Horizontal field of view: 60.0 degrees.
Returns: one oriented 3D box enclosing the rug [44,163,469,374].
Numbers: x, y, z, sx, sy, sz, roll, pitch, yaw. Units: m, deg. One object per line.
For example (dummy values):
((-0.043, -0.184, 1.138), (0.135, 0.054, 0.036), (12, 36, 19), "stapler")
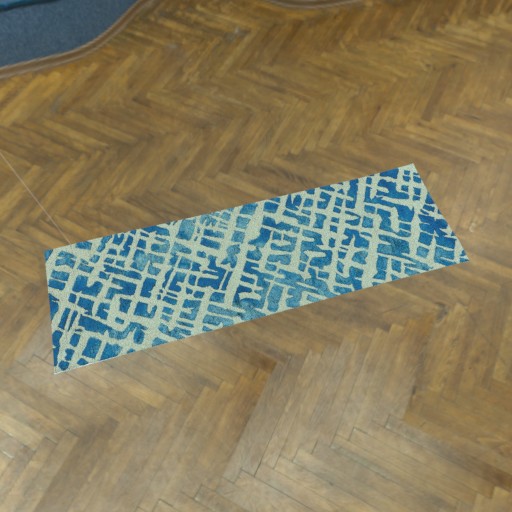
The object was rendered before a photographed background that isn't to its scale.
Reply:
((0.000, 0.000, 2.672), (2.446, 0.011, 0.768), (-14, 64, -7), "rug")
